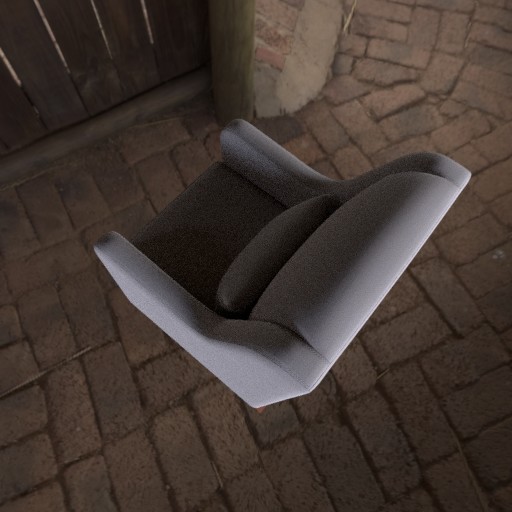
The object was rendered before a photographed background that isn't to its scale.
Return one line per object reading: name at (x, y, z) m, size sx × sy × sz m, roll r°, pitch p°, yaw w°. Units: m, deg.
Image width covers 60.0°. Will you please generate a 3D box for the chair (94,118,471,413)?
chair at (0.000, 0.000, 1.540) m, size 0.863 × 1.010 × 0.715 m, roll 36°, pitch 69°, yaw 17°
